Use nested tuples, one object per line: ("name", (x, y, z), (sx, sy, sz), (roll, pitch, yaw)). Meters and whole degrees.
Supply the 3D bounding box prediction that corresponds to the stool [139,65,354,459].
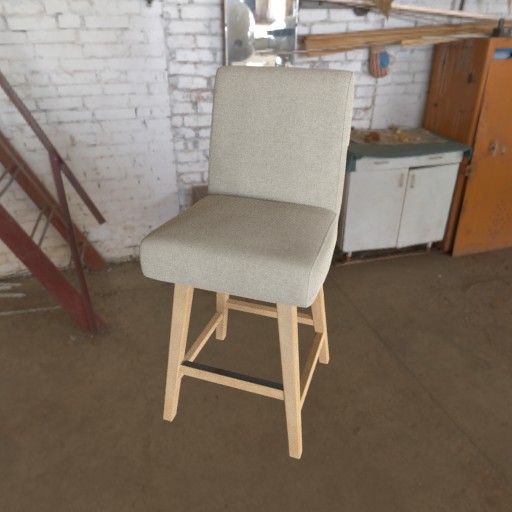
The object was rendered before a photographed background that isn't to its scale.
("stool", (0.000, 0.000, 1.437), (0.507, 1.085, 0.606), (9, 30, 17))
